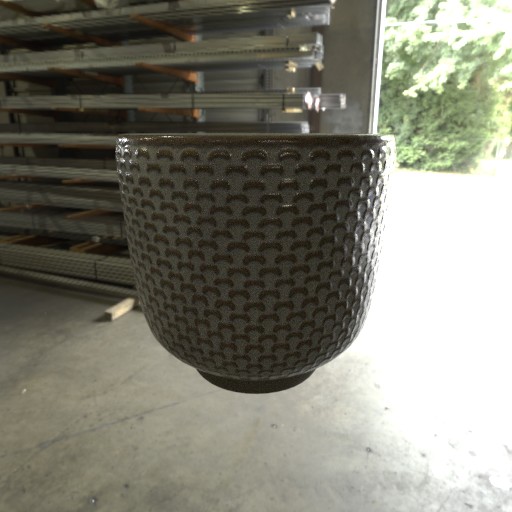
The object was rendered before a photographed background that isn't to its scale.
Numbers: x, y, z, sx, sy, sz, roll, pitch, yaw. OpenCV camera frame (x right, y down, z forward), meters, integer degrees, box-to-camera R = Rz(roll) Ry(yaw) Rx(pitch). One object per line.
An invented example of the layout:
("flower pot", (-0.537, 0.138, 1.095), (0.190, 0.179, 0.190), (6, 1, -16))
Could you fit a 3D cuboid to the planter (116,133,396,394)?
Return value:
("planter", (0.000, 0.000, 0.244), (0.139, 0.130, 0.139), (0, 16, 0))
